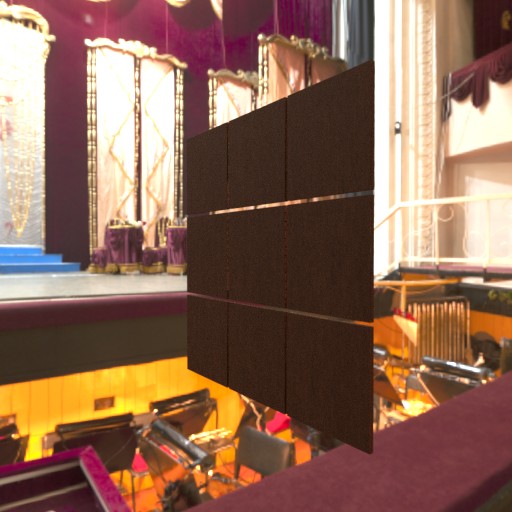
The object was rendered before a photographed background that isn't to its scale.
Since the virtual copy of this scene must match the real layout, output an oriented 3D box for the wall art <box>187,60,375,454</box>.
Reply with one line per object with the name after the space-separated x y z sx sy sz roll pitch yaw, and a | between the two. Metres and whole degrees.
0.000 0.000 1.398 0.013 0.914 0.915 -1 1 -36 | wall art
